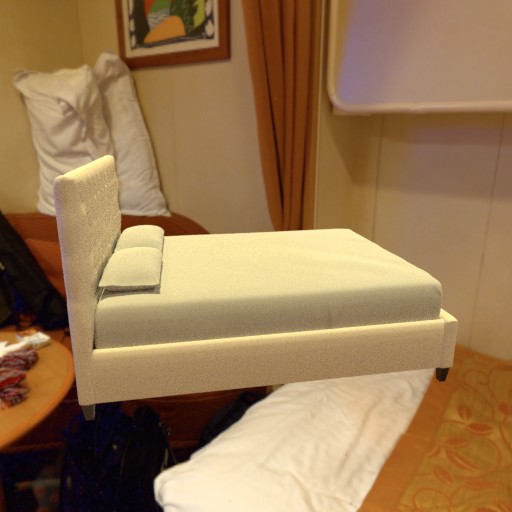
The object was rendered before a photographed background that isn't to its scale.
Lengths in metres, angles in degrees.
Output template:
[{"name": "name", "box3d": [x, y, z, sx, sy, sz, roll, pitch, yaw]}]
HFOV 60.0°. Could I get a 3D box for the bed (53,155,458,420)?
[{"name": "bed", "box3d": [0.000, 0.000, 3.378, 2.387, 1.427, 1.698, -3, 17, -10]}]
